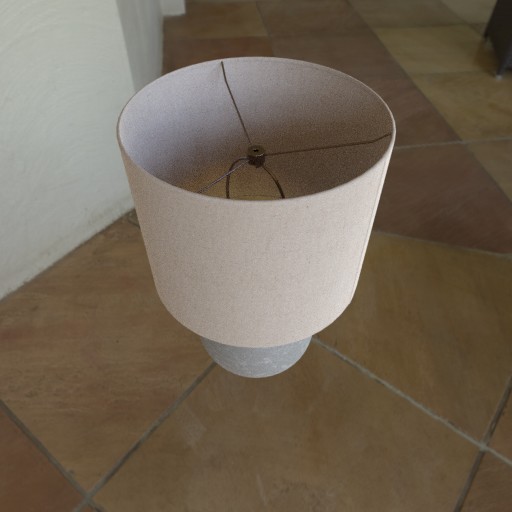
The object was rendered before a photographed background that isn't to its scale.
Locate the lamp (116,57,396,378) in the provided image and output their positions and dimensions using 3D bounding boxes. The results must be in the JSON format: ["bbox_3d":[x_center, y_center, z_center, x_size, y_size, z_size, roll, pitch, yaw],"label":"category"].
[{"bbox_3d":[0.000,0.000,0.584,0.269,0.409,0.269,33,55,27],"label":"lamp"}]
